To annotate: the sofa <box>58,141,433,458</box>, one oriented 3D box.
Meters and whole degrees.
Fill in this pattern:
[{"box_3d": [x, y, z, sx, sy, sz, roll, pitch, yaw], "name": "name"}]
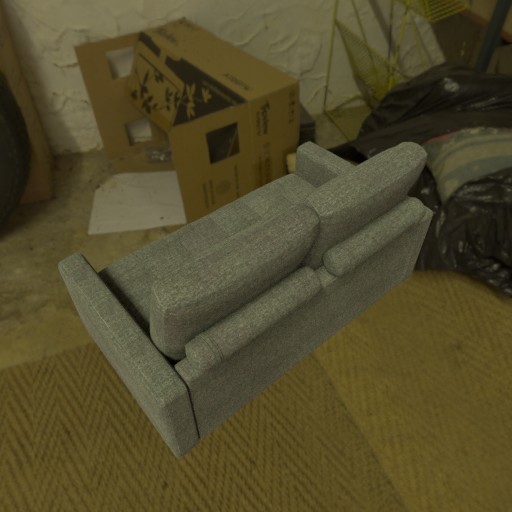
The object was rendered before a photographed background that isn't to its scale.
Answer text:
[{"box_3d": [0.000, 0.000, 1.922, 1.407, 0.907, 0.842, -31, 53, -27], "name": "sofa"}]
